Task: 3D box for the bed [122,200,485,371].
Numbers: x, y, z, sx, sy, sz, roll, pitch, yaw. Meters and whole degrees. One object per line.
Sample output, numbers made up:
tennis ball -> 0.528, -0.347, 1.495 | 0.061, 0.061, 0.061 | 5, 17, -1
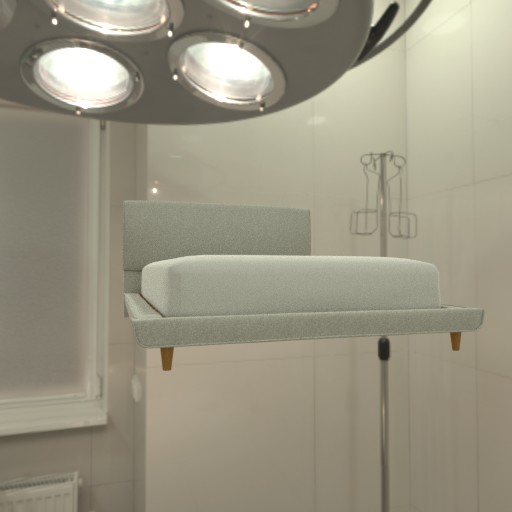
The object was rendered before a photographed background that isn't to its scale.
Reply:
bed -> 0.000, 0.000, 3.245 | 1.840, 1.067, 2.368 | 1, -2, -18
